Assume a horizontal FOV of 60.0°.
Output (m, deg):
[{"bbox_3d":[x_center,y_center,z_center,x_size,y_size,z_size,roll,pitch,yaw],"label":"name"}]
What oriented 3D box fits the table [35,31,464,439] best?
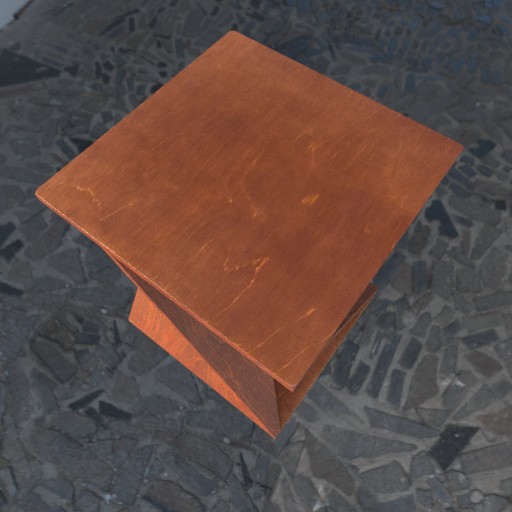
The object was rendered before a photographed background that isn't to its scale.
[{"bbox_3d":[0.000,0.000,0.845,0.427,0.520,0.427,34,67,16],"label":"table"}]
